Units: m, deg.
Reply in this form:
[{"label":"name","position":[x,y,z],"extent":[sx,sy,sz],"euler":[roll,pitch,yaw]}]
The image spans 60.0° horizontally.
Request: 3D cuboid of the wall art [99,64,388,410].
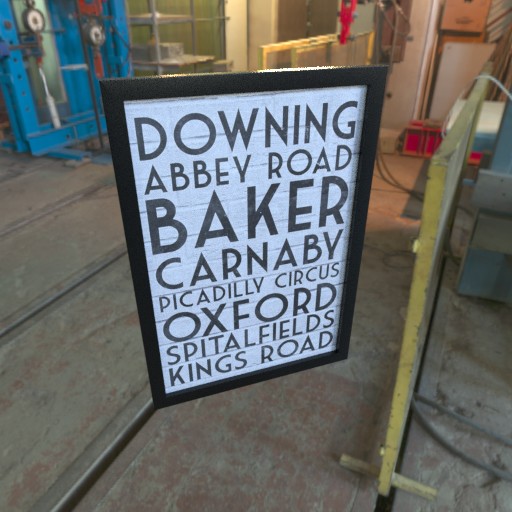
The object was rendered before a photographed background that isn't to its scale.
[{"label":"wall art","position":[0.000,0.000,0.846],"extent":[0.462,0.656,0.019],"euler":[-10,32,-17]}]
